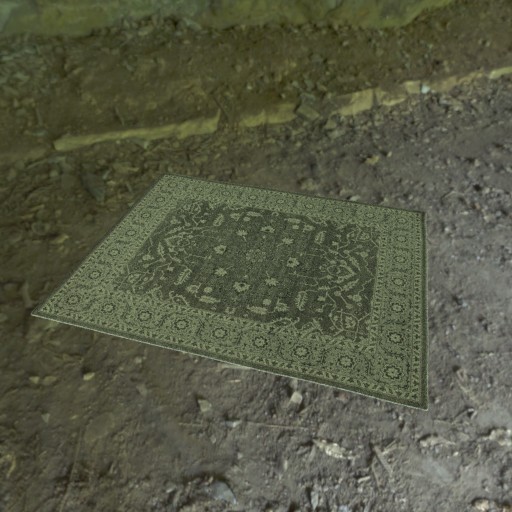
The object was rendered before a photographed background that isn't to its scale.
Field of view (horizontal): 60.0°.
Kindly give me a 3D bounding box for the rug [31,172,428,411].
[{"bbox_3d":[0.000,0.000,4.133,3.069,0.026,2.451,10,40,13],"label":"rug"}]
